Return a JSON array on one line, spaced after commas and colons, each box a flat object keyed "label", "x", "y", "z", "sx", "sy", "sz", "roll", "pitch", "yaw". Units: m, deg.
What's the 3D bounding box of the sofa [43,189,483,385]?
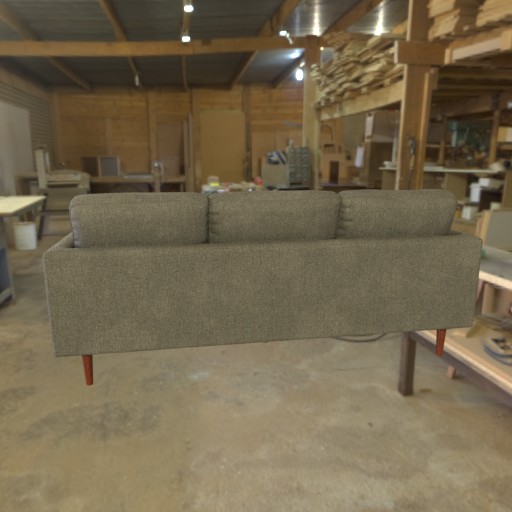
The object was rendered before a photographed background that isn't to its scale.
[{"label": "sofa", "x": 0.000, "y": 0.000, "z": 2.945, "sx": 2.233, "sy": 0.956, "sz": 1.504, "roll": -2, "pitch": 13, "yaw": -10}]
